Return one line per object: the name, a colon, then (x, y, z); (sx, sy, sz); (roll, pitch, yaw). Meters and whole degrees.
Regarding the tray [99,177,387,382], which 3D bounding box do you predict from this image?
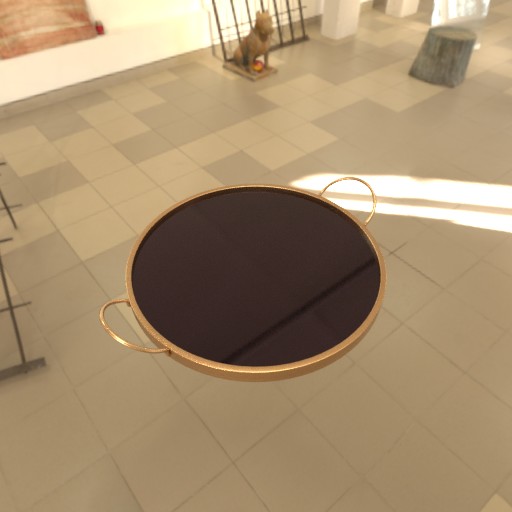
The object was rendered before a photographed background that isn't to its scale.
tray: (0.000, 0.000, 0.755); (0.543, 0.069, 0.438); (-30, 52, -27)
